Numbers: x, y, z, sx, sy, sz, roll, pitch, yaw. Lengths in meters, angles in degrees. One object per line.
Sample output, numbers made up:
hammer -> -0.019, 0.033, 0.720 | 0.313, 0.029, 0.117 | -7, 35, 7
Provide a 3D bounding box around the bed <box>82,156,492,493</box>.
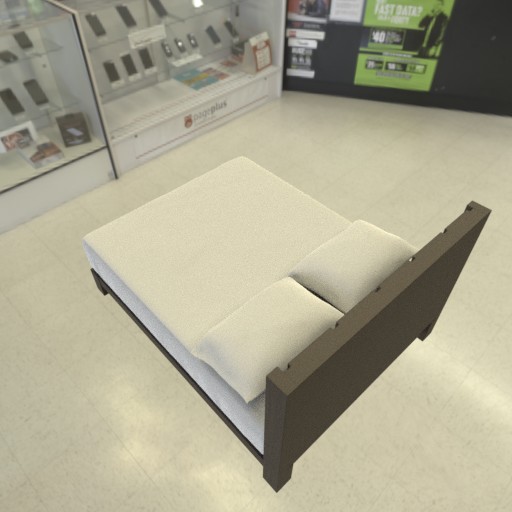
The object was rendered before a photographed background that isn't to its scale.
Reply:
bed -> 0.000, 0.000, 3.239 | 1.727, 1.270, 2.242 | -34, 55, -28
